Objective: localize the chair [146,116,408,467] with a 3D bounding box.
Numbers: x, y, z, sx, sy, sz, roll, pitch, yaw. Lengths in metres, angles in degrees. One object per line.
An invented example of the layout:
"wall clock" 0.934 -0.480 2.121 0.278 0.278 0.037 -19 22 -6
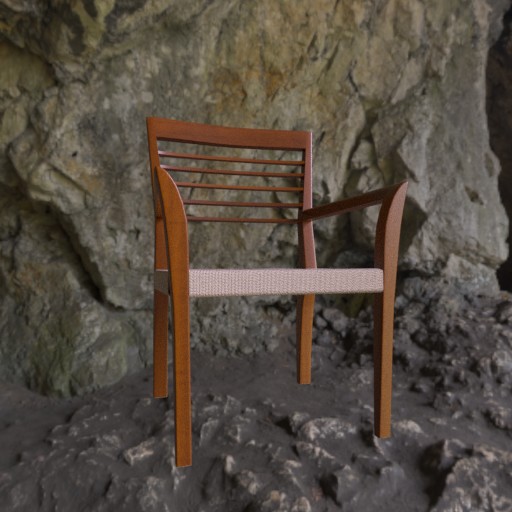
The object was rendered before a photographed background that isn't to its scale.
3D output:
"chair" 0.000 0.000 1.215 0.587 0.855 0.540 0 0 -18
